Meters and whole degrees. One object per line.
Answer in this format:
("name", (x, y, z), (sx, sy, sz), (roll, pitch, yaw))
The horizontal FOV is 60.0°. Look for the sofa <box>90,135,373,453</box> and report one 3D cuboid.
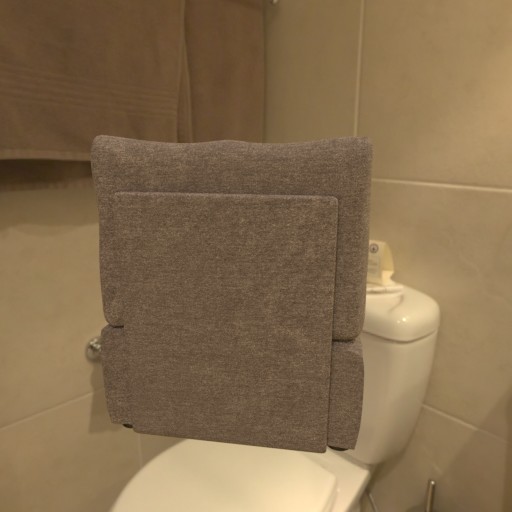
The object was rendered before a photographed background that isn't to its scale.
("sofa", (0.000, 0.000, 1.558), (0.700, 0.820, 1.000), (2, 16, 9))
